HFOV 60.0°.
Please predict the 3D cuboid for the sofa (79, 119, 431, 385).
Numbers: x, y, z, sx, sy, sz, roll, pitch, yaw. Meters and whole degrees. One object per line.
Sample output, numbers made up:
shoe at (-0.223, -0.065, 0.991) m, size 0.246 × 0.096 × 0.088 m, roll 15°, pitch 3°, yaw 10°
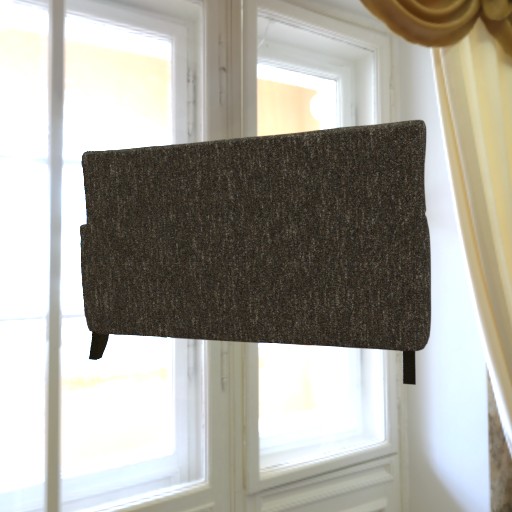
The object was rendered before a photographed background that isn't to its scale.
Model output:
sofa at (0.000, 0.000, 2.102) m, size 1.519 × 0.946 × 0.801 m, roll 0°, pitch -1°, yaw 17°
